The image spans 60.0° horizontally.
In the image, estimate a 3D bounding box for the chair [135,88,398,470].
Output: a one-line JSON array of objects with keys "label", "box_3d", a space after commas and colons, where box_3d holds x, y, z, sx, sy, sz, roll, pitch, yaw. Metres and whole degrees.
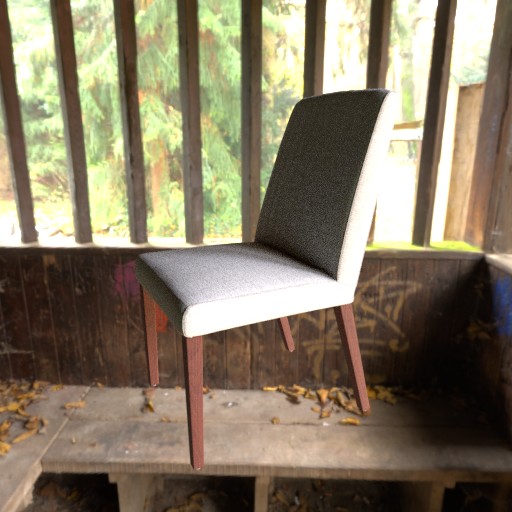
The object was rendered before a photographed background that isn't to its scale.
[{"label": "chair", "box_3d": [0.000, 0.000, 1.254, 0.594, 0.900, 0.480, -8, 17, -26]}]
